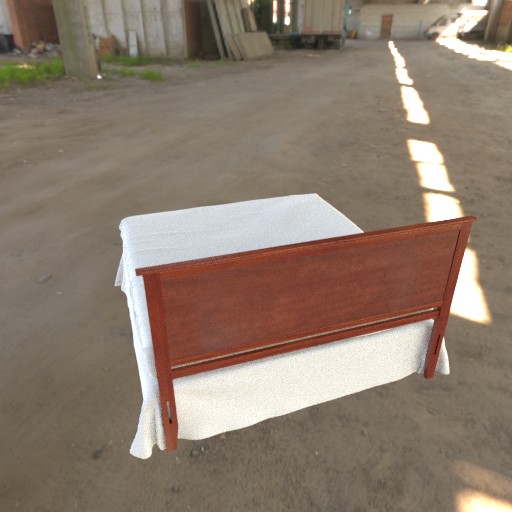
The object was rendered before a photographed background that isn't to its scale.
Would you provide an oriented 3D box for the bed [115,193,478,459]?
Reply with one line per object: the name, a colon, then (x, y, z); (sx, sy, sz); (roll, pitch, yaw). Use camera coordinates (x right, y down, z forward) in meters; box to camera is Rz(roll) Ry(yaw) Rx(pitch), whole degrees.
bed: (0.000, 0.000, 3.571); (2.314, 1.271, 2.219); (-9, 30, -17)
